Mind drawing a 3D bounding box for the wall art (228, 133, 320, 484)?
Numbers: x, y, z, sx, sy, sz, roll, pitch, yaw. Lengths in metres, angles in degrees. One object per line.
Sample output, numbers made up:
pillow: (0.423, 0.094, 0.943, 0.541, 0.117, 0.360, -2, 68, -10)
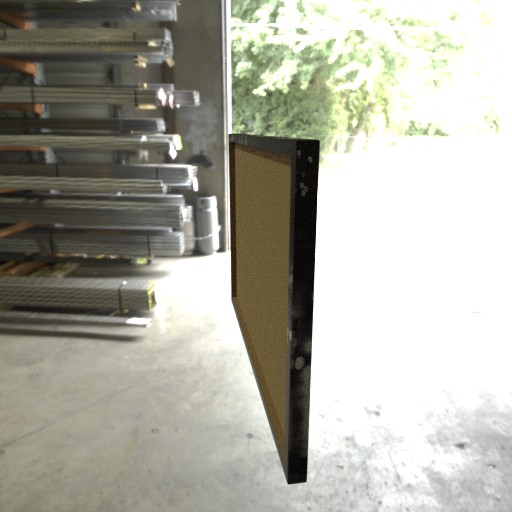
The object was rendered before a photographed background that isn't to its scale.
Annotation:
wall art: (0.000, 0.000, 1.159, 0.038, 0.609, 0.914, -3, 16, -9)
